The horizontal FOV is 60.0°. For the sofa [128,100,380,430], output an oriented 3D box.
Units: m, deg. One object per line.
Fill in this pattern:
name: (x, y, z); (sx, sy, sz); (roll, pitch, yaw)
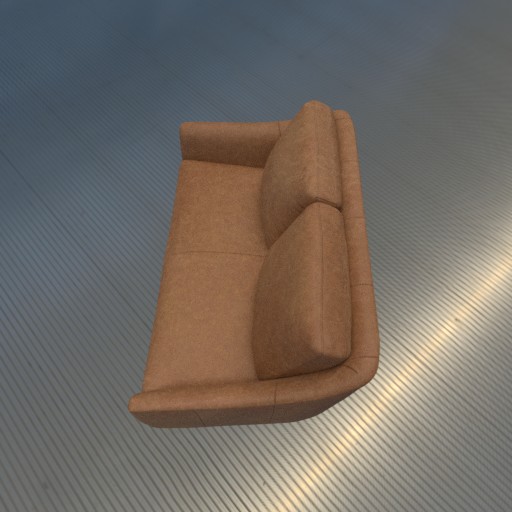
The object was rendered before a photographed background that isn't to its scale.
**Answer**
sofa: (0.000, 0.000, 2.224); (0.960, 0.902, 1.619); (2, 58, 1)
